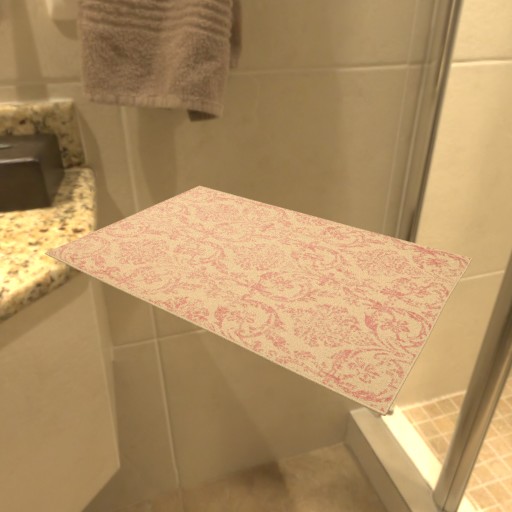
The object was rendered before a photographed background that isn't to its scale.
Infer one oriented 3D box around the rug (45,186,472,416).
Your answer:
[{"bbox_3d":[0.000,0.000,3.407,2.746,0.018,1.819,19,34,30],"label":"rug"}]
